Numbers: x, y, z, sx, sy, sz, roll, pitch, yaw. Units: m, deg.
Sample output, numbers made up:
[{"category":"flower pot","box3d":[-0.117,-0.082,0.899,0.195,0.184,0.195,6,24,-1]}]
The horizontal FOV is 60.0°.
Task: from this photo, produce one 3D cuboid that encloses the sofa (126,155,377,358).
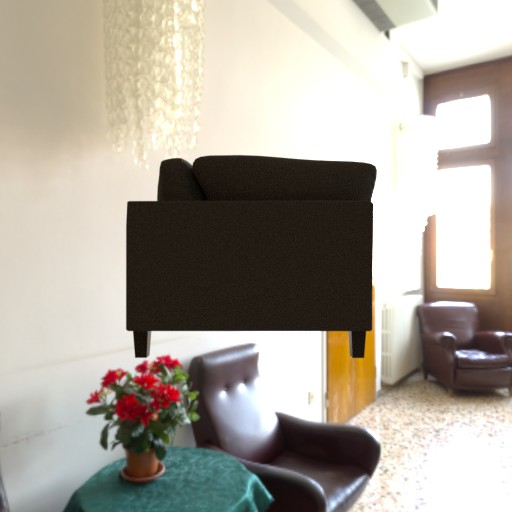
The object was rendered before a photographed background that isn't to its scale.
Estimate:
[{"category":"sofa","box3d":[0.000,0.000,2.783,0.969,0.792,2.312,0,0,0]}]
